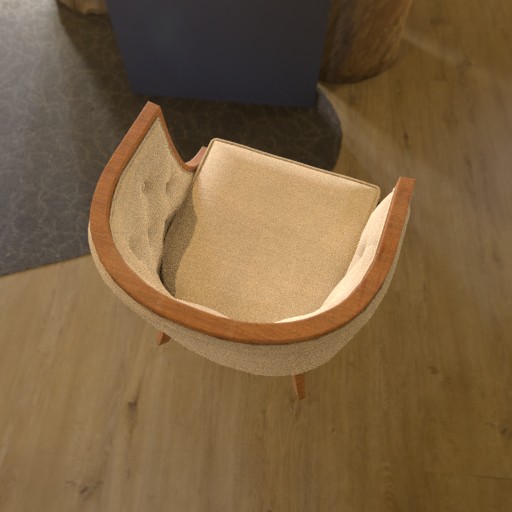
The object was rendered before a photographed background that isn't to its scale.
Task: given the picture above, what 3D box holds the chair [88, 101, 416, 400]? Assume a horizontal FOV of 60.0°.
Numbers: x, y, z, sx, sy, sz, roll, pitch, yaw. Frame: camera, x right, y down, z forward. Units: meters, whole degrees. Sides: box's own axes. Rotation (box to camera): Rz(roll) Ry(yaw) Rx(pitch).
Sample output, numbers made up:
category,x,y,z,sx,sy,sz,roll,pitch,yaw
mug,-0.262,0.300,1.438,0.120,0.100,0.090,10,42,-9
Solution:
category,x,y,z,sx,sy,sz,roll,pitch,yaw
chair,0.000,0.000,1.353,0.711,0.775,0.757,19,65,9
